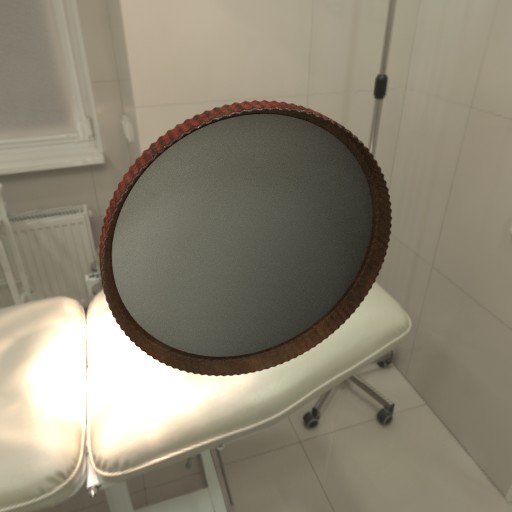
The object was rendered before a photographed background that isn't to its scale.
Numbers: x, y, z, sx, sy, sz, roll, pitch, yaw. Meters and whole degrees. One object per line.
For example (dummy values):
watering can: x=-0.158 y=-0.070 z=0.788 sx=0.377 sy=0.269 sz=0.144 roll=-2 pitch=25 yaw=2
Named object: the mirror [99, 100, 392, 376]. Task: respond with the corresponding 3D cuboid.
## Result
mirror: x=0.000 y=0.000 z=0.915 sx=0.609 sy=0.609 sz=0.056 roll=-10 pitch=32 yaw=-16
